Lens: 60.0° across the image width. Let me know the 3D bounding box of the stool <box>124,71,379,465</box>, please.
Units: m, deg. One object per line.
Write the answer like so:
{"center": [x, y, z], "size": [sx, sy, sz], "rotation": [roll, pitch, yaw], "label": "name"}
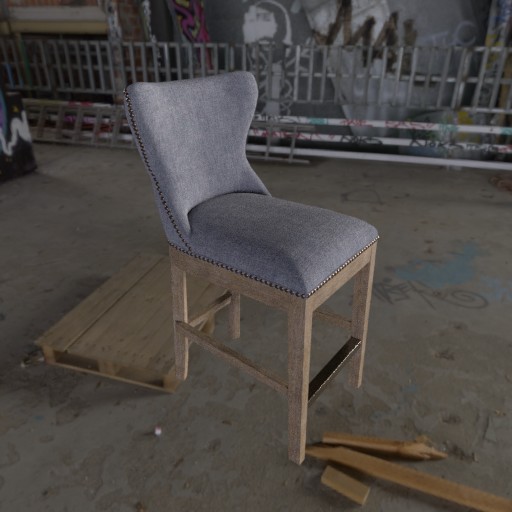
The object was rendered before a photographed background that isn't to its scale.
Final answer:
{"center": [0.000, 0.000, 1.330], "size": [0.608, 0.981, 0.498], "rotation": [19, 33, 32], "label": "stool"}
